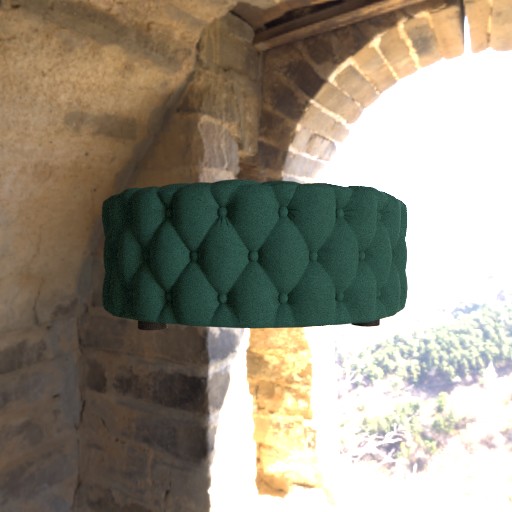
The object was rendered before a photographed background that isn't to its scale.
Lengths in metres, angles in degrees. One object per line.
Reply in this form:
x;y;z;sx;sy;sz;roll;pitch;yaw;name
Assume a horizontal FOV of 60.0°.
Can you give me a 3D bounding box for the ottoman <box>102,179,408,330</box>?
0.000;0.000;1.521;0.998;0.399;0.998;0;1;0;ottoman
